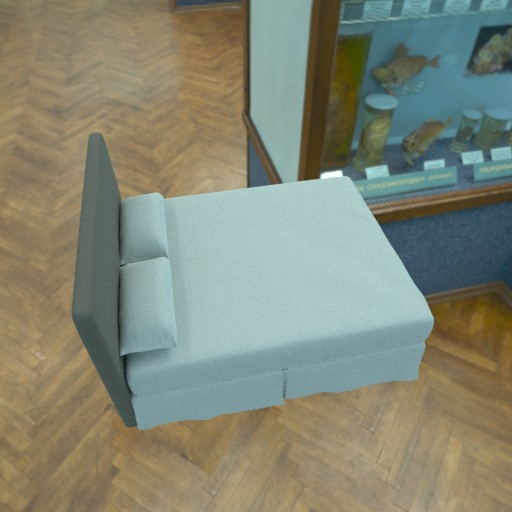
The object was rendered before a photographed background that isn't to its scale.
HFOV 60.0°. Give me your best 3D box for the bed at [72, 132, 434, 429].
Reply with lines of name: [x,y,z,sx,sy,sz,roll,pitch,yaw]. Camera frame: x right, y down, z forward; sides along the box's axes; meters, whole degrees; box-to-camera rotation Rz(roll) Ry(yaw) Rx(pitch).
bed: [0.000,0.000,3.231,2.142,1.330,1.748,-9,47,-8]
